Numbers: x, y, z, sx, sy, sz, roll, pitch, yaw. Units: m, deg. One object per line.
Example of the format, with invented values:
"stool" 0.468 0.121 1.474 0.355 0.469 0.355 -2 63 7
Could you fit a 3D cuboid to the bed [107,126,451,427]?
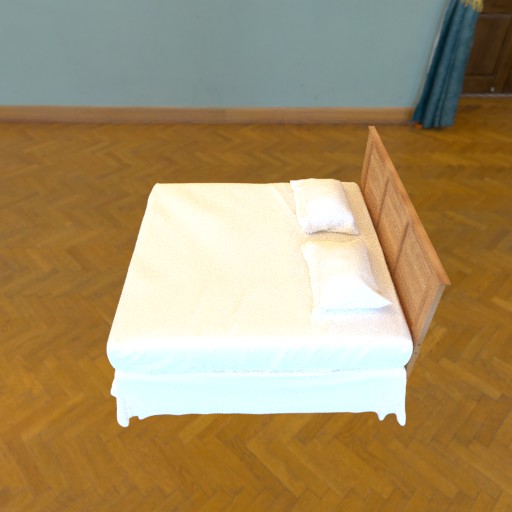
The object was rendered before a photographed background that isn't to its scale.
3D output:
"bed" 0.000 0.000 3.611 2.215 1.270 2.317 -1 41 -1
